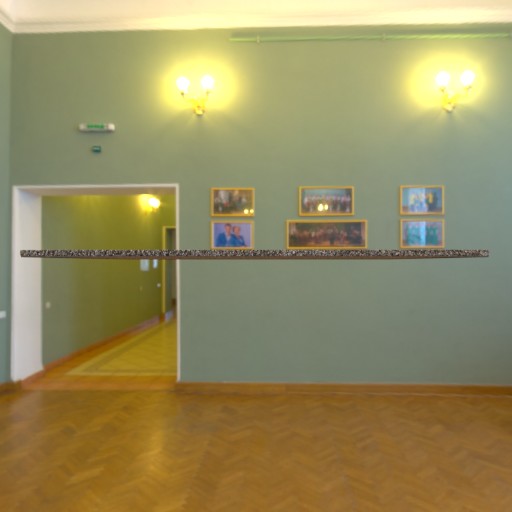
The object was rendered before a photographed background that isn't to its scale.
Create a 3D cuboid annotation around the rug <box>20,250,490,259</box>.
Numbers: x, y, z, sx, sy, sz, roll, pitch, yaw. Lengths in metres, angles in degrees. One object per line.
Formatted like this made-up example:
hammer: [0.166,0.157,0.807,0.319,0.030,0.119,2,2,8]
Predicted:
rug: [0.000,0.000,2.101,1.601,0.025,1.198,0,-1,1]
